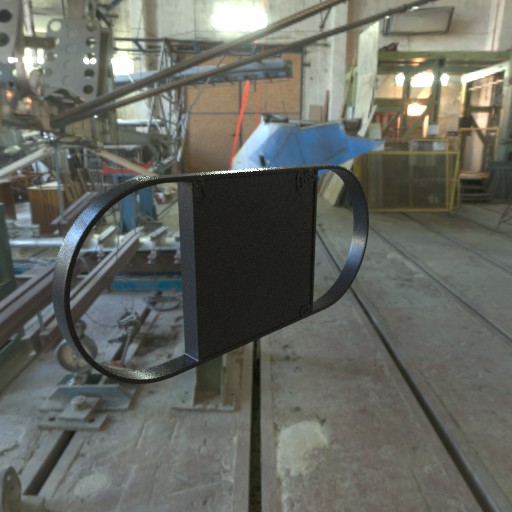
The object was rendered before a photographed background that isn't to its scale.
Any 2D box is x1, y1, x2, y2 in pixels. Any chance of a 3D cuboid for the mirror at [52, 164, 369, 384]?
[{"bbox_3d":[0.000,0.000,0.662,0.032,0.254,0.584,15,21,43],"label":"mirror"}]
